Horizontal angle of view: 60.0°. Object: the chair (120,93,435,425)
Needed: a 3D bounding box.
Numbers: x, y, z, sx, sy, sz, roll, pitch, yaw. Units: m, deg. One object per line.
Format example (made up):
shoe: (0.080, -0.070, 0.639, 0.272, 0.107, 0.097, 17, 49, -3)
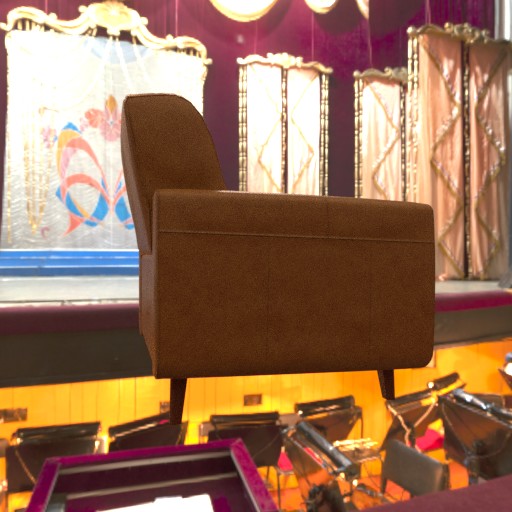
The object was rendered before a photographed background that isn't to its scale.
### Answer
chair: (0.000, 0.000, 1.616, 0.942, 0.968, 0.845, 0, 0, -18)
